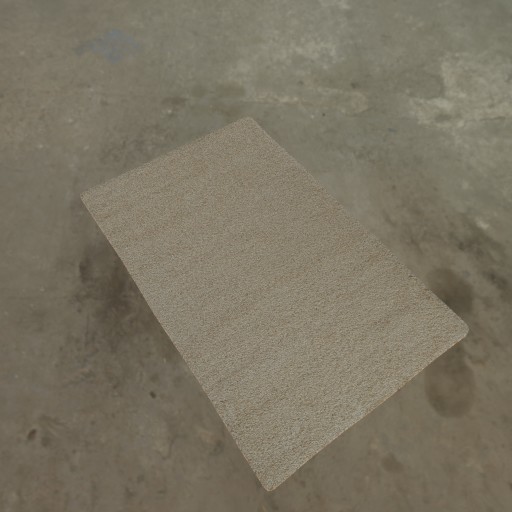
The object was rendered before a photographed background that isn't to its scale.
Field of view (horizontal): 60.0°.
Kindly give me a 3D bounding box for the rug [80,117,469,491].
[{"bbox_3d":[0.000,0.000,2.933,1.500,0.026,2.349,-30,62,-18],"label":"rug"}]
